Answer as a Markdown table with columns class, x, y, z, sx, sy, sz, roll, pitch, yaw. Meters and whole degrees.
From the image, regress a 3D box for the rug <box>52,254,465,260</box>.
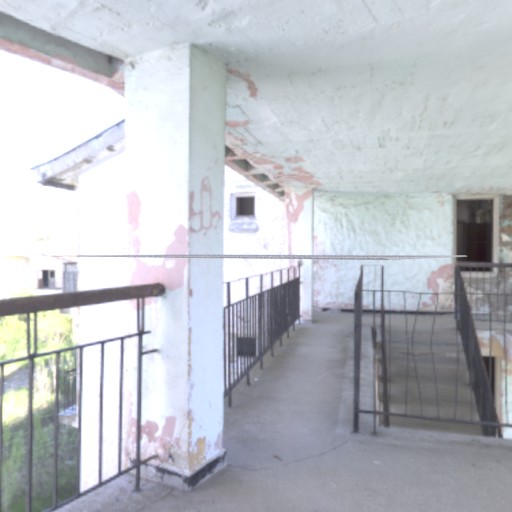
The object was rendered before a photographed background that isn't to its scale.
| class | x | y | z | sx | sy | sz | roll | pitch | yaw |
| --- | --- | --- | --- | --- | --- | --- | --- | --- | --- |
| rug | 0.000 | 0.000 | 2.340 | 1.828 | 0.005 | 1.219 | 0 | 1 | 35 |
